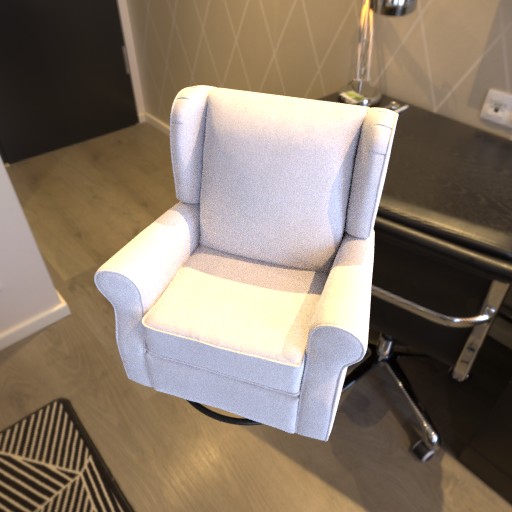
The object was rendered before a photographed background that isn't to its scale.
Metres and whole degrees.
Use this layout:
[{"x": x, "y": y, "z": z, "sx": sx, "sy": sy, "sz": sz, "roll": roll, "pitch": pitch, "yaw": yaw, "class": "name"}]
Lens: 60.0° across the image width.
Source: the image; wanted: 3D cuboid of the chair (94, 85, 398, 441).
[{"x": 0.000, "y": 0.000, "z": 1.664, "sx": 0.906, "sy": 0.967, "sz": 0.854, "roll": 13, "pitch": 43, "yaw": 14, "class": "chair"}]
